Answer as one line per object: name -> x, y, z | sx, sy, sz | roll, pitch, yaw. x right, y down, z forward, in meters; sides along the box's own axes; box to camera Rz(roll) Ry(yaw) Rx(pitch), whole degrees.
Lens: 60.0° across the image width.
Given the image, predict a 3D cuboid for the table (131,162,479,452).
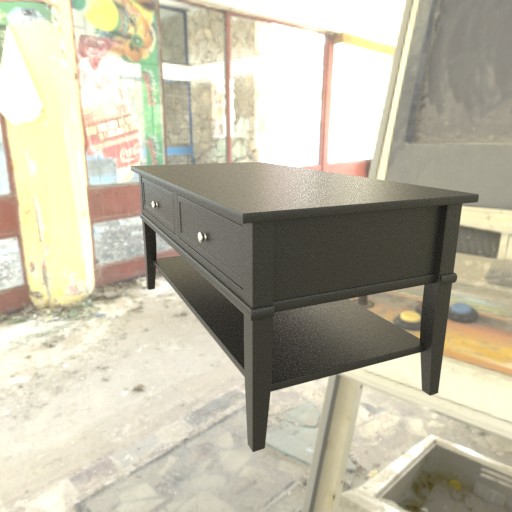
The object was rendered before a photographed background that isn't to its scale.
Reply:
table -> 0.000, 0.000, 1.319 | 0.523, 0.470, 1.044 | -7, 17, -24
